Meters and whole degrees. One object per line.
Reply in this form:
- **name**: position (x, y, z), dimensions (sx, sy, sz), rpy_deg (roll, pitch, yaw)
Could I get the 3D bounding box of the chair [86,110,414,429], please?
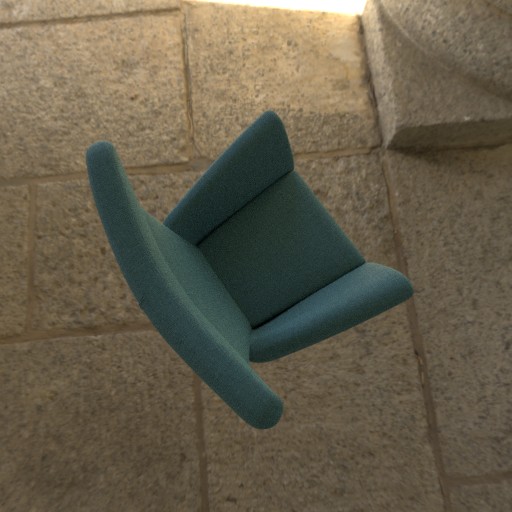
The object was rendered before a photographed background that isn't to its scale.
- **chair**: position (0.000, 0.000, 1.809), dimensions (0.900, 0.980, 1.050), rpy_deg (-34, 78, -8)
